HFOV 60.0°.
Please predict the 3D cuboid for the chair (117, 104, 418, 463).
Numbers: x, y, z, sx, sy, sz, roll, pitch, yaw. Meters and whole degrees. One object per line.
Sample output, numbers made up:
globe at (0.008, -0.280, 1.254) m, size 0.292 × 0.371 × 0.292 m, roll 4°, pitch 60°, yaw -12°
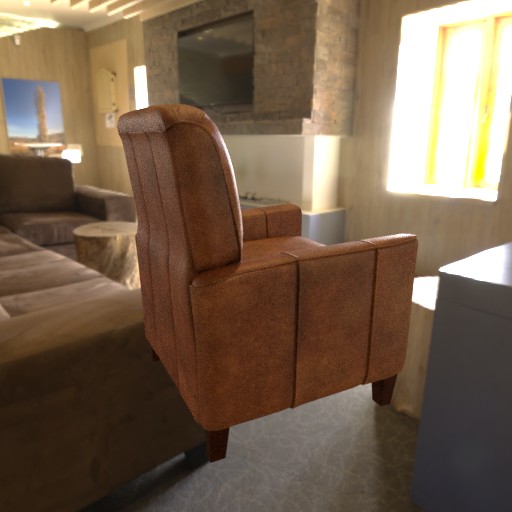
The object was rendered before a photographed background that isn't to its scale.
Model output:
chair at (0.000, 0.000, 1.661) m, size 0.836 × 1.043 × 0.843 m, roll -7°, pitch 17°, yaw -26°
